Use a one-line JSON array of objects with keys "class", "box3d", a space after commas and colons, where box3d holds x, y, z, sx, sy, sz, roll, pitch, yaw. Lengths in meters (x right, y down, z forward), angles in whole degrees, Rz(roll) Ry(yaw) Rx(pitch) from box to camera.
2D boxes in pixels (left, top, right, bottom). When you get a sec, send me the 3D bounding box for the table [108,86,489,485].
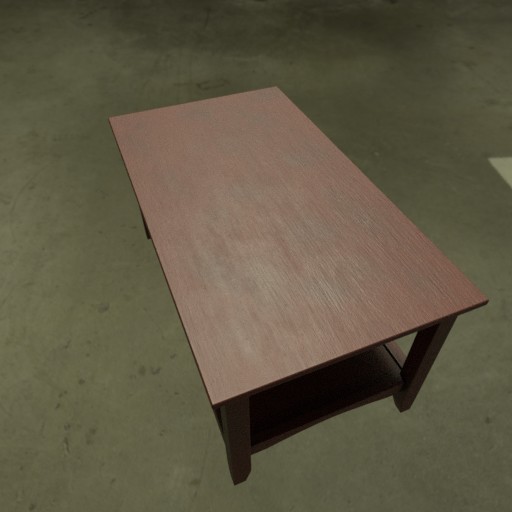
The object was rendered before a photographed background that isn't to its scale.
[{"class": "table", "box3d": [0.000, 0.000, 1.202, 0.533, 0.456, 0.943, -16, 48, -15]}]
